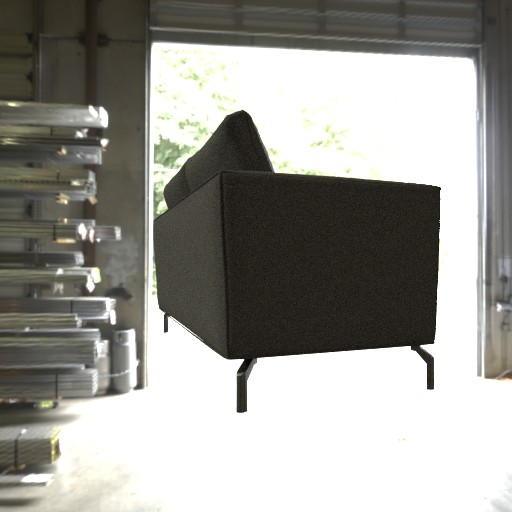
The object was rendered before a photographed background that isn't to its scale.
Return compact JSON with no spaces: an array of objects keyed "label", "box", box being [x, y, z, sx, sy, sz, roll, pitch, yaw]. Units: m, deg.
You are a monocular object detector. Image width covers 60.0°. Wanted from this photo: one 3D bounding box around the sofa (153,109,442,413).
[{"label":"sofa","box":[0.000,0.000,2.110,0.803,0.924,1.594,0,-1,-20]}]
